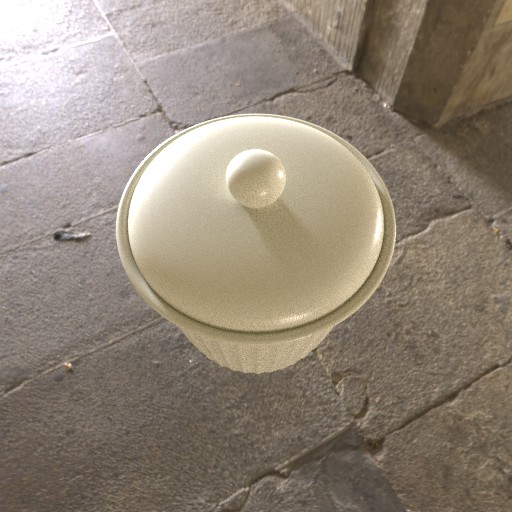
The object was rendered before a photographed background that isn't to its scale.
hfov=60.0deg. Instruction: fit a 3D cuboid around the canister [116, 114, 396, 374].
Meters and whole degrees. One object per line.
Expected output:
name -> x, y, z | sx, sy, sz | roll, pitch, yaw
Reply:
canister -> 0.000, 0.000, 0.340 | 0.181, 0.211, 0.181 | 0, 60, 0
